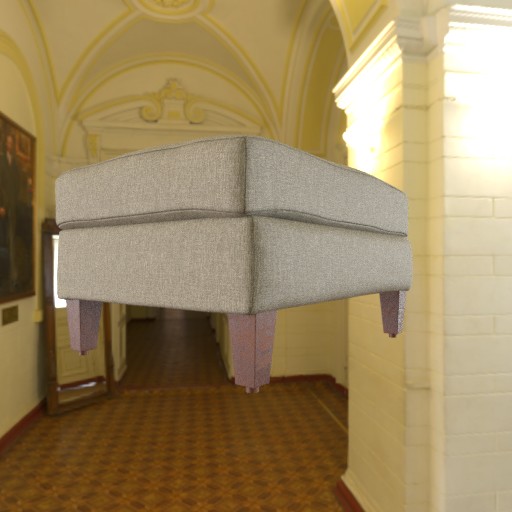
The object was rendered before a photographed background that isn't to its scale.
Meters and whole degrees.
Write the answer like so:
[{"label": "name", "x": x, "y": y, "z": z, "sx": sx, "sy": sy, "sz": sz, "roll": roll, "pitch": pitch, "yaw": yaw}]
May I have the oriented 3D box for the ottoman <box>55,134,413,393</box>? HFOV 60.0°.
[{"label": "ottoman", "x": 0.000, "y": 0.000, "z": 1.242, "sx": 0.639, "sy": 0.494, "sz": 0.873, "roll": -1, "pitch": -1, "yaw": 37}]
